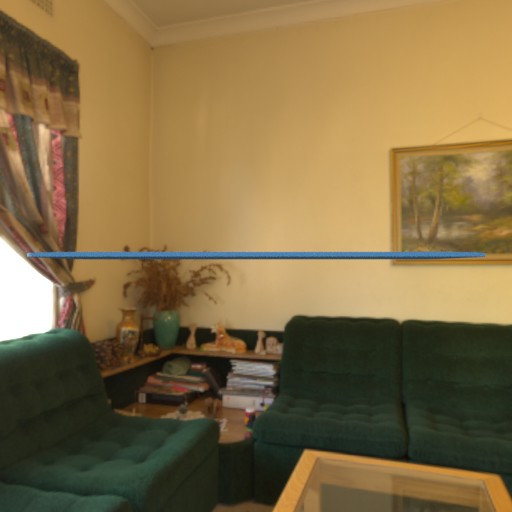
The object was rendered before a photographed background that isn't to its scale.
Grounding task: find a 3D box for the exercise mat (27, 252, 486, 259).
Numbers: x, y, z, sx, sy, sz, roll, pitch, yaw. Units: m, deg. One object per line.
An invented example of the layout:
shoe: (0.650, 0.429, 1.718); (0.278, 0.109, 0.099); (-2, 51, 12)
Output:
exercise mat: (0.000, 0.000, 2.058); (1.869, 0.021, 0.616); (0, -1, 0)
